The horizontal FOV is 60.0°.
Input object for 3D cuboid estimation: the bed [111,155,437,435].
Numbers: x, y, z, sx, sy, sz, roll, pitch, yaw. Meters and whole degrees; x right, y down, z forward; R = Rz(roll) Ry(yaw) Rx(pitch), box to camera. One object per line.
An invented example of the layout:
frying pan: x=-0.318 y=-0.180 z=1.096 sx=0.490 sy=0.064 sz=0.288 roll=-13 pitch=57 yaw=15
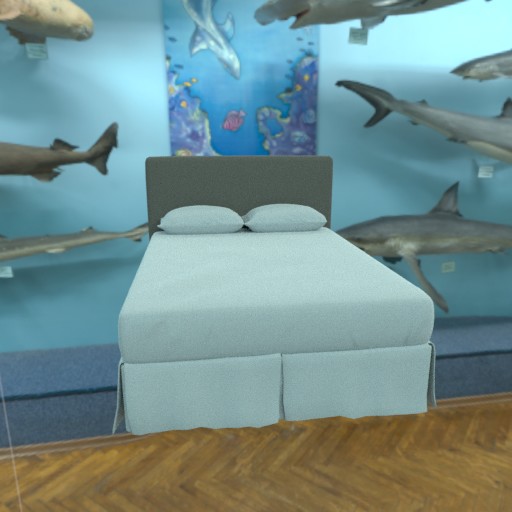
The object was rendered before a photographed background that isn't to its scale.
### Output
bed: x=0.000 y=0.000 z=3.166 sx=1.748 sy=1.330 sz=2.142 roll=-2 pitch=15 yaw=-8
